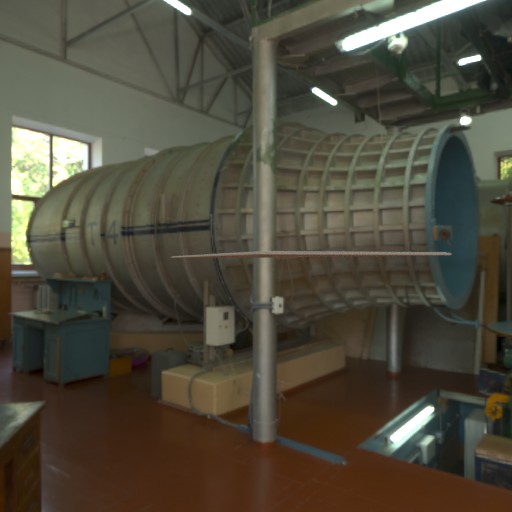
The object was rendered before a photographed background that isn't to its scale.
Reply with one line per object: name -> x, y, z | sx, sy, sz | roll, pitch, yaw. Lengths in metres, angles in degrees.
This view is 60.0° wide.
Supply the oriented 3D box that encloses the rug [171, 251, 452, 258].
rug -> 0.000, 0.000, 2.404 | 0.662, 0.011, 2.196 | 0, 0, -17
